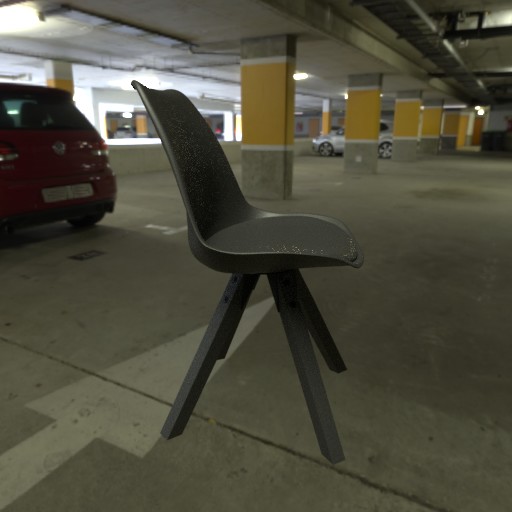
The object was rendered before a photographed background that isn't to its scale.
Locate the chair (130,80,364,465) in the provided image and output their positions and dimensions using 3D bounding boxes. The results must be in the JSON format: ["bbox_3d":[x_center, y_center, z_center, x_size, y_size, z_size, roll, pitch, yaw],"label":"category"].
[{"bbox_3d":[0.000,0.000,1.161,0.550,0.850,0.485,3,16,11],"label":"chair"}]
